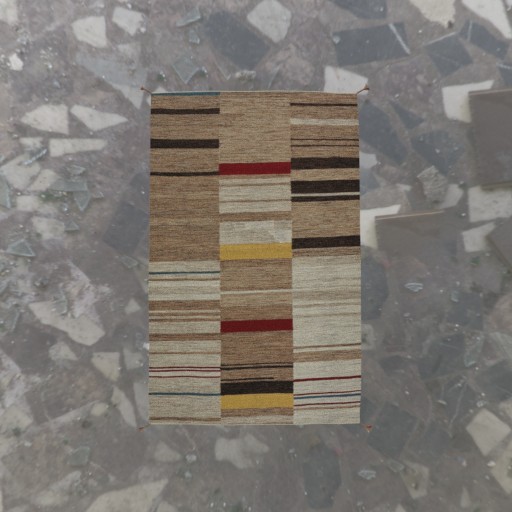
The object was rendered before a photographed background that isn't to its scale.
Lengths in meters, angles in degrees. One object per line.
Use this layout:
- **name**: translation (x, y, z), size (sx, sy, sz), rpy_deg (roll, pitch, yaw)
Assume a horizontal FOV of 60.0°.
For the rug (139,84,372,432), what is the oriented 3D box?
- **rug**: translation (0.000, 0.000, 2.417), size (1.268, 0.007, 1.918), rpy_deg (0, 88, -1)
